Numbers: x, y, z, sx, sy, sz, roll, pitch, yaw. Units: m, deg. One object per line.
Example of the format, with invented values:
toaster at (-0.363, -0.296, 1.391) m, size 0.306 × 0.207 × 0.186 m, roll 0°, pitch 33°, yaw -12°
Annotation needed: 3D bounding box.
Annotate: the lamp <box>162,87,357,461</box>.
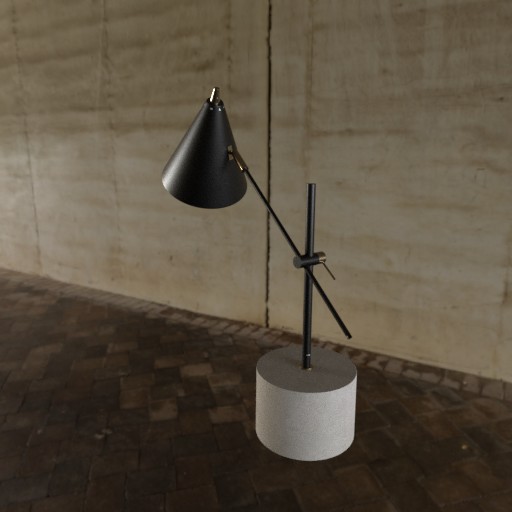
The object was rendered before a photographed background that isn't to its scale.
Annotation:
lamp at (0.000, 0.000, 0.715) m, size 0.214 × 0.518 × 0.403 m, roll -7°, pitch 15°, yaw -26°
